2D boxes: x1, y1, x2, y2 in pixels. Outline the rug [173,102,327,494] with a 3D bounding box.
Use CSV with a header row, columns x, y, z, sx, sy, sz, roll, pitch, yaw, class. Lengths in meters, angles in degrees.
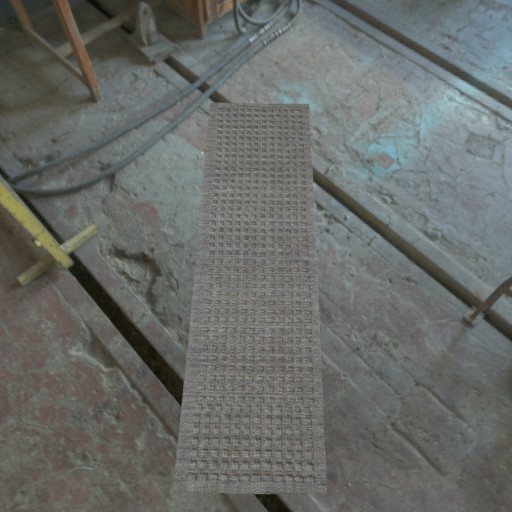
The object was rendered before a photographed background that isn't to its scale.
x,y,z,sx,sy,sz,roll,pitch,yaw,class
0.000,0.000,2.581,0.706,0.009,2.443,1,62,1,rug
